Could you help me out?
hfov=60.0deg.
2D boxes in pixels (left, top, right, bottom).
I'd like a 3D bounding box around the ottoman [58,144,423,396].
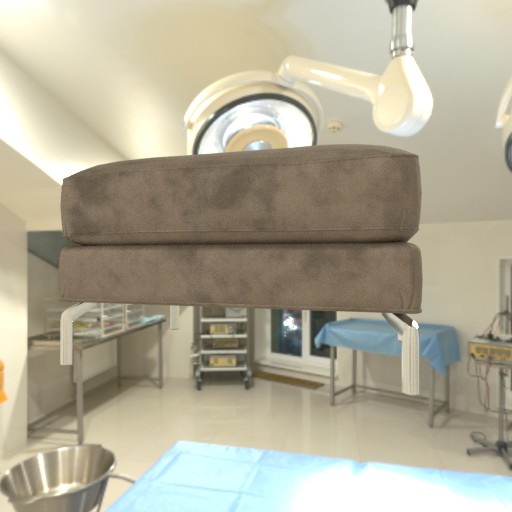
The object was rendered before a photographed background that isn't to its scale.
[{"bbox_3d":[0.000,0.000,1.060,0.719,0.456,0.520,0,0,17],"label":"ottoman"}]
